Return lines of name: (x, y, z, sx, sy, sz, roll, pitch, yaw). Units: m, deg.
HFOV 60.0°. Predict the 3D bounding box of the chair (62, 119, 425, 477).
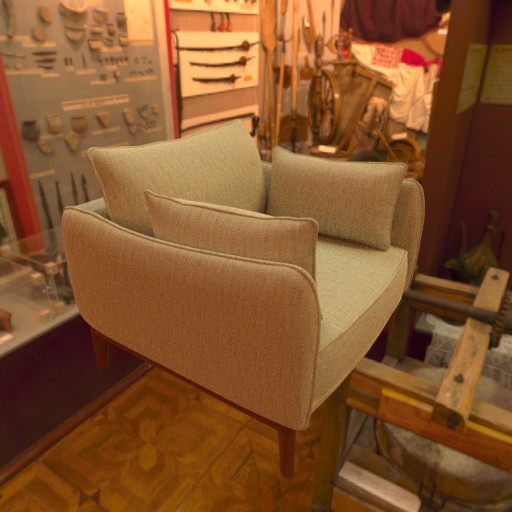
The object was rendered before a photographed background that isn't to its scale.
chair: (0.000, 0.000, 1.667, 0.991, 0.855, 0.994, 17, 31, 30)
